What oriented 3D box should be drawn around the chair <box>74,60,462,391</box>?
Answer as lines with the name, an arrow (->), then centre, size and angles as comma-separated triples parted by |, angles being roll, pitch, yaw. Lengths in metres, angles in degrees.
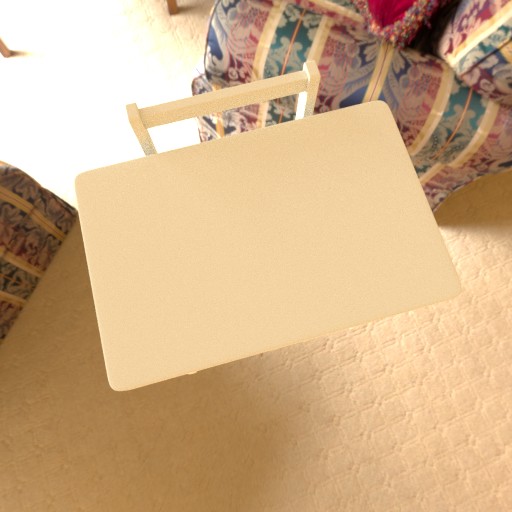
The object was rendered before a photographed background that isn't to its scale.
chair -> 0.000, 0.000, 1.035 | 0.599, 0.673, 0.461 | -15, 75, -4
